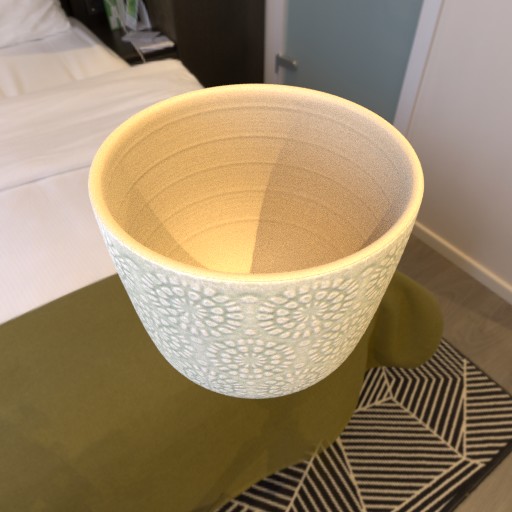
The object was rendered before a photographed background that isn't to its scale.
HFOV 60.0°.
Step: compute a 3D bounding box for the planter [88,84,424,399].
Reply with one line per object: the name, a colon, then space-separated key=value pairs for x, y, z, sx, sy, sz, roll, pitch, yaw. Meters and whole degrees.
planter: x=0.000 y=0.000 z=0.207 sx=0.124 sy=0.109 sz=0.124 roll=0 pitch=46 yaw=0
